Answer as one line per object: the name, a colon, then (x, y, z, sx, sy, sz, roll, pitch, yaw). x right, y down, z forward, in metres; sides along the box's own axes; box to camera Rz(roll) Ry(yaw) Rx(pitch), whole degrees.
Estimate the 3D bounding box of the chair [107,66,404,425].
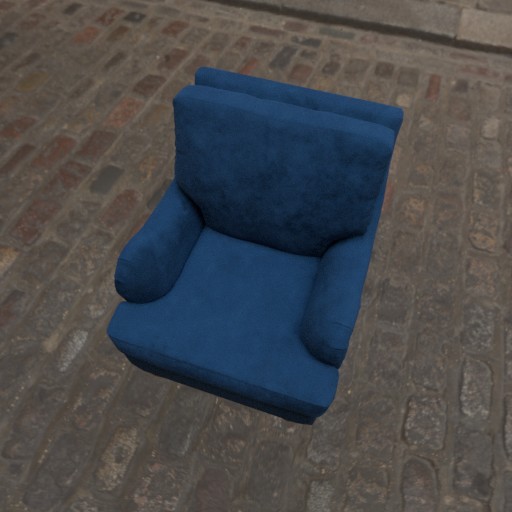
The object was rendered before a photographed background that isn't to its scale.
chair: (0.000, 0.000, 1.843, 0.895, 1.076, 1.078, 16, 60, 10)
